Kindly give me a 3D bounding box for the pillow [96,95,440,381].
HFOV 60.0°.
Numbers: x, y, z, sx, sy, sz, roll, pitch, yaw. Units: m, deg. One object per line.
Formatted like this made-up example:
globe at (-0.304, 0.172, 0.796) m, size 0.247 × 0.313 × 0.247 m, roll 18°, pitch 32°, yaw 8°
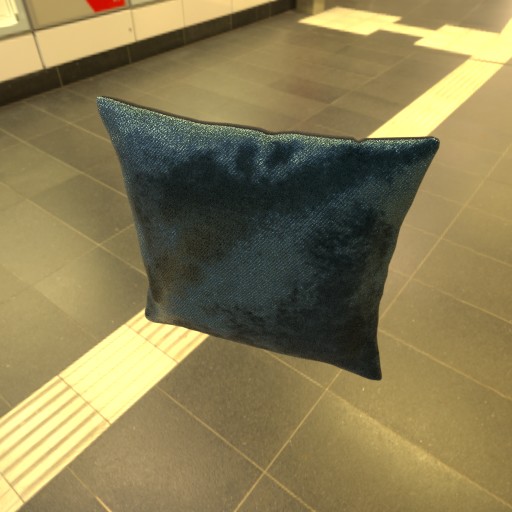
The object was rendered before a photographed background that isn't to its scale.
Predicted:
pillow at (0.000, 0.000, 0.646) m, size 0.436 × 0.430 × 0.138 m, roll 12°, pitch 43°, yaw 14°
